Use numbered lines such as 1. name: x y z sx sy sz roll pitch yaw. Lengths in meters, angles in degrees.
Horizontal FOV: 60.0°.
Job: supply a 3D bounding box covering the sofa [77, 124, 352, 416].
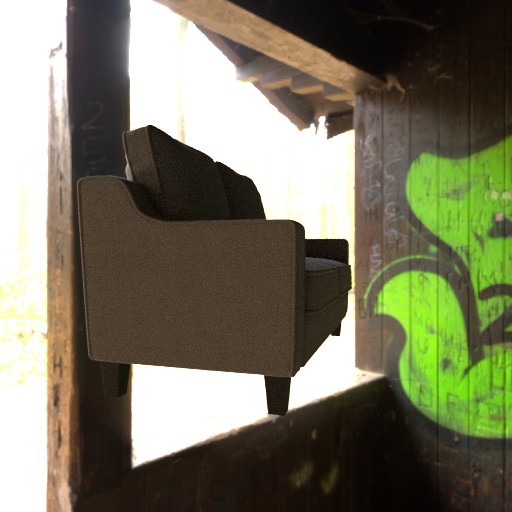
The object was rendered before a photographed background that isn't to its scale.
1. sofa: 0.000 0.000 2.075 0.791 0.948 1.500 0 0 17
